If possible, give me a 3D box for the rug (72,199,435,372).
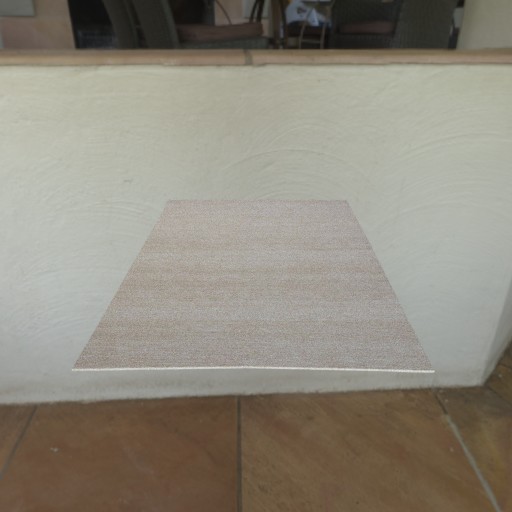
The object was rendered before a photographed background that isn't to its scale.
[{"bbox_3d":[0.000,0.000,3.747,2.032,0.038,2.869,0,27,1],"label":"rug"}]
